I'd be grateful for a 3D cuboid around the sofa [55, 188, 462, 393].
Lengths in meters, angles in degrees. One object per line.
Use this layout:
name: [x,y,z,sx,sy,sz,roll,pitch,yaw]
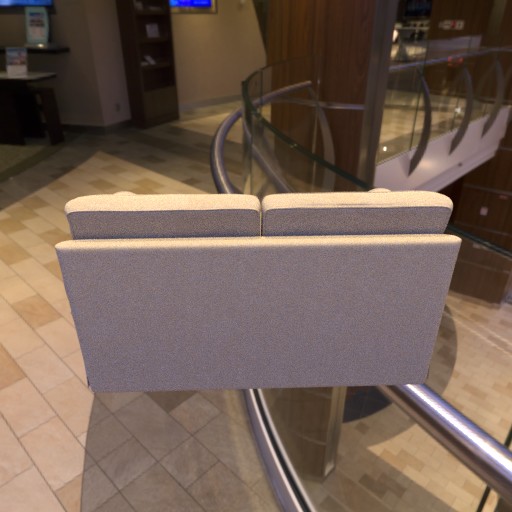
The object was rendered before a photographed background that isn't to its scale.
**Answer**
sofa: [0.000,0.000,2.346,1.727,0.940,0.991,-1,29,-2]
